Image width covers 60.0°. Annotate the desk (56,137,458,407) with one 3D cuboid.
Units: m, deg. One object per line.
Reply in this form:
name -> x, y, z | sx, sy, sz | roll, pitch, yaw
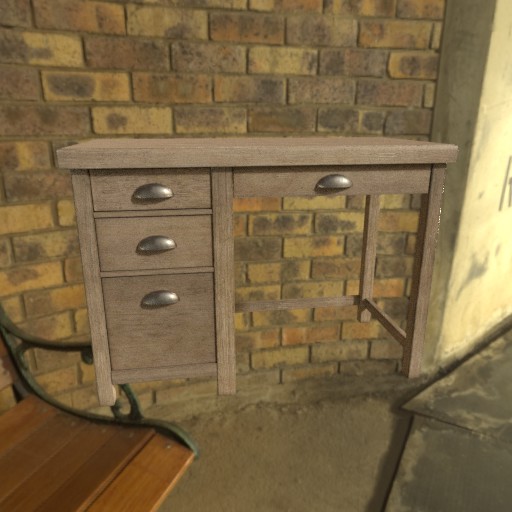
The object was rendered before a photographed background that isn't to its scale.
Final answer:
desk -> 0.000, 0.000, 1.823 | 1.289, 0.912, 0.610 | -3, 18, -8
